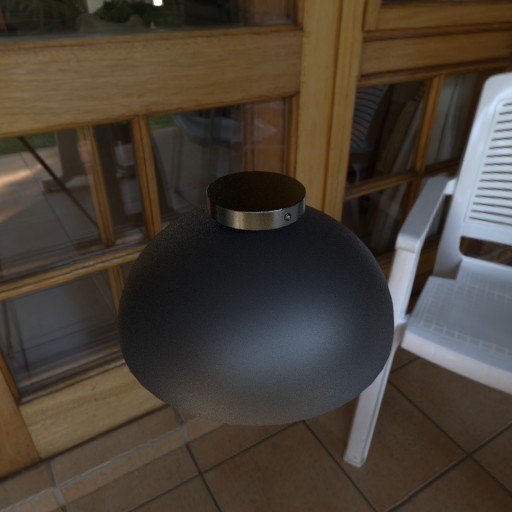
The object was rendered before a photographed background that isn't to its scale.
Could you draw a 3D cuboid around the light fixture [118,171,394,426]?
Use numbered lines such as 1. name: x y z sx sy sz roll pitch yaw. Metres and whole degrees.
1. light fixture: 0.000 0.000 0.545 0.355 0.177 0.355 0 32 0
